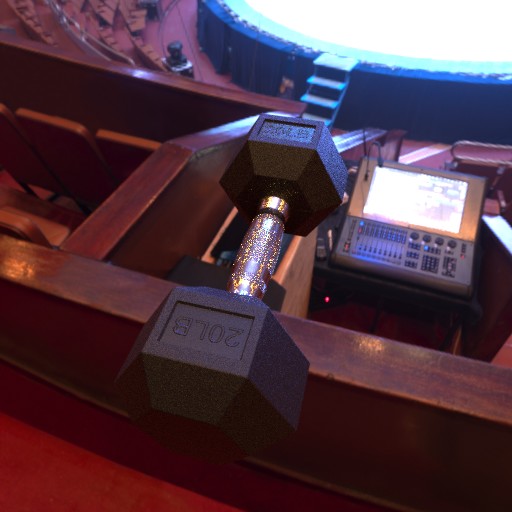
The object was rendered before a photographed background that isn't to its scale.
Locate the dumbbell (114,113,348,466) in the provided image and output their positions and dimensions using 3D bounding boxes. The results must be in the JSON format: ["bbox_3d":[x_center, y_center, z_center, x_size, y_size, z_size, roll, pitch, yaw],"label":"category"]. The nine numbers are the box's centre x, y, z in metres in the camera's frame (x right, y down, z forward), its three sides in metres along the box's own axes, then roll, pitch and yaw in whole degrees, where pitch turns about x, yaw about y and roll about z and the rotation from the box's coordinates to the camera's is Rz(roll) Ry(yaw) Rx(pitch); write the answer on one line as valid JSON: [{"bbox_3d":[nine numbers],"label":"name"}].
[{"bbox_3d":[0.000,0.000,0.321,0.106,0.092,0.272,11,48,10],"label":"dumbbell"}]
